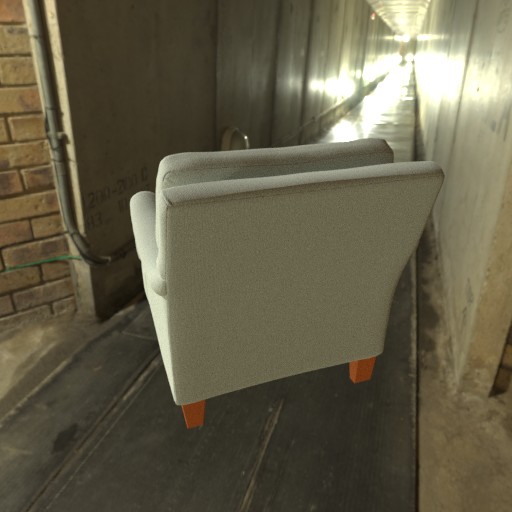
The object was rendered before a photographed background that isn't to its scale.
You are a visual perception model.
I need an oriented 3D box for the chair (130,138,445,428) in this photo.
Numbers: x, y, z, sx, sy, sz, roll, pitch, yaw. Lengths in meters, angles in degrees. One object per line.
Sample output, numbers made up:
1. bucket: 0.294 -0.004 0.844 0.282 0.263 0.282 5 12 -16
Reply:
1. chair: 0.000 0.000 1.874 0.955 1.038 1.070 -9 28 -18
